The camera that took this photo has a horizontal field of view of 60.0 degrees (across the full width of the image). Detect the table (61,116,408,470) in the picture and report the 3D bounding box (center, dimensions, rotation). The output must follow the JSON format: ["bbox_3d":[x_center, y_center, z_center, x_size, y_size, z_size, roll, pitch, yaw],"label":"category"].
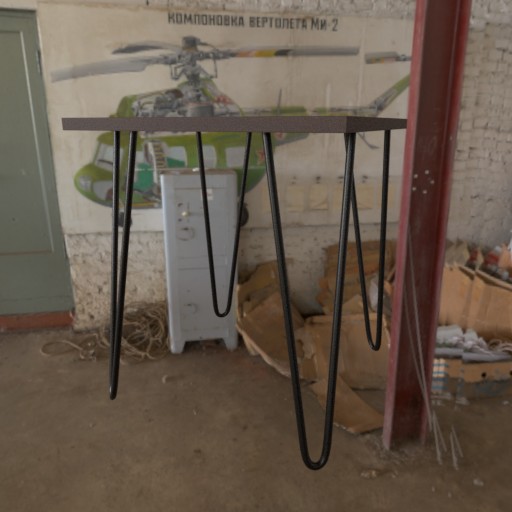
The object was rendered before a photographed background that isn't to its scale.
[{"bbox_3d":[0.000,0.000,0.942,0.495,0.559,0.495,8,19,25],"label":"table"}]
